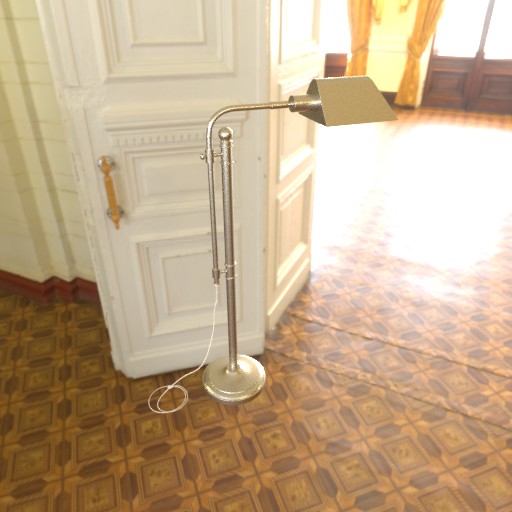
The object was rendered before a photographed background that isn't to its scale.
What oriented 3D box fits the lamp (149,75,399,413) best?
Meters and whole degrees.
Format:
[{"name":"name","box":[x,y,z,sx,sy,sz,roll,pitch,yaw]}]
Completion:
[{"name":"lamp","box":[0.000,0.000,0.961,0.546,0.708,0.159,-11,32,-17]}]
